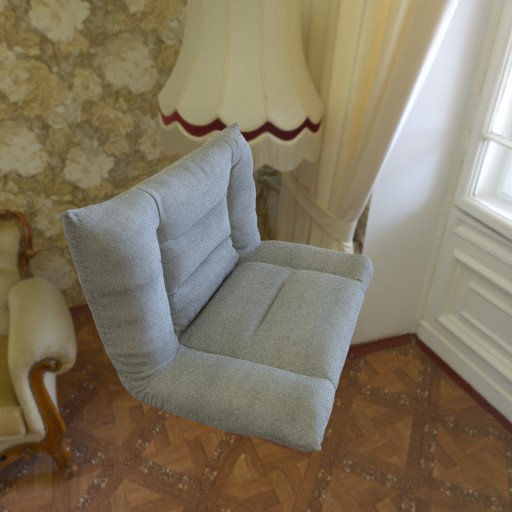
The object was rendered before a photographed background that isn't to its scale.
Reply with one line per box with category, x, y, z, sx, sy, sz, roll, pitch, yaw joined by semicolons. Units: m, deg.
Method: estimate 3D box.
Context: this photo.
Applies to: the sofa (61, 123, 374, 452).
sofa;0.000;0.000;1.747;0.847;0.795;1.144;11;33;18
